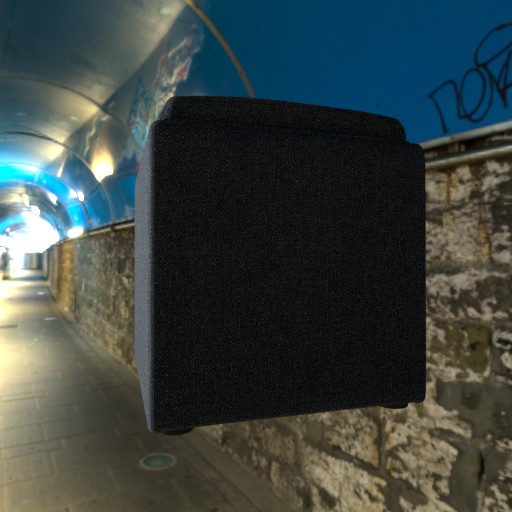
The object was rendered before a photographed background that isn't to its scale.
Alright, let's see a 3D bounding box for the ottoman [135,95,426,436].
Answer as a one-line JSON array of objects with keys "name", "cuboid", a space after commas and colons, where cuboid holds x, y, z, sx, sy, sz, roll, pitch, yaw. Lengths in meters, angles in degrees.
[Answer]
[{"name": "ottoman", "cuboid": [0.000, 0.000, 0.857, 0.436, 0.493, 0.454, 0, 0, -17]}]
